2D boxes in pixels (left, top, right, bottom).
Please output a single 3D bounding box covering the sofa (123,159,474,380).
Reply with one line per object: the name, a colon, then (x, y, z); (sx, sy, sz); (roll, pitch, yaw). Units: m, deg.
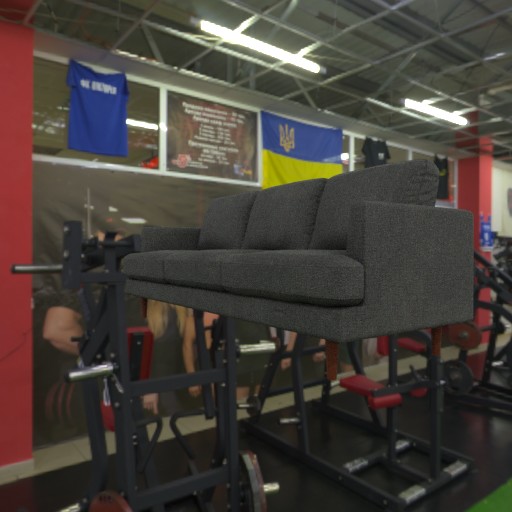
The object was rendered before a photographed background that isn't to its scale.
sofa: (0.000, 0.000, 2.677); (0.903, 0.930, 2.246); (0, 1, -35)
